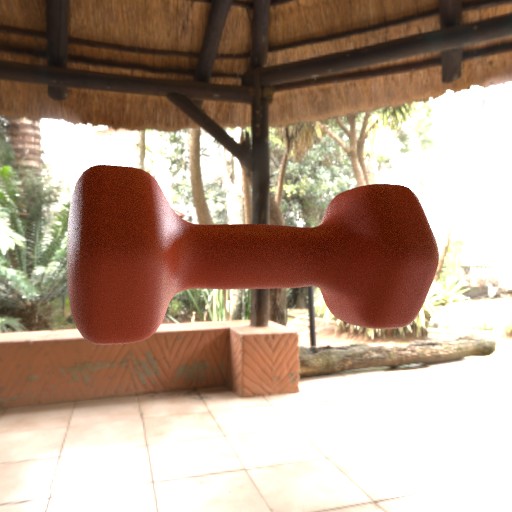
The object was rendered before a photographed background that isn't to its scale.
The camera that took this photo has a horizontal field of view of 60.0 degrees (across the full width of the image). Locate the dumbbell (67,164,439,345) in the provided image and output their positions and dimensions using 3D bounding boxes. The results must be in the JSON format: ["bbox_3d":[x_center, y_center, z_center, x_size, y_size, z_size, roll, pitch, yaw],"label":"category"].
[{"bbox_3d":[0.000,0.000,0.207,0.162,0.071,0.079,0,-1,-18],"label":"dumbbell"}]
